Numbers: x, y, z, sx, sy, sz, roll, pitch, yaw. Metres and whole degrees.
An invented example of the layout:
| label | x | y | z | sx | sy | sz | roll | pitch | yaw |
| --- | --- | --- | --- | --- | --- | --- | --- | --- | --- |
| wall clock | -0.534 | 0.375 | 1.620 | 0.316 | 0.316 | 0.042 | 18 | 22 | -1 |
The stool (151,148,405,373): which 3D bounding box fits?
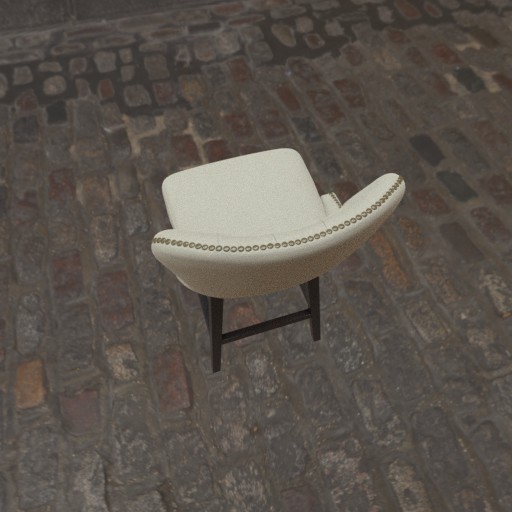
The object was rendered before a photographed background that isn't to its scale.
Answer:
| label | x | y | z | sx | sy | sz | roll | pitch | yaw |
| --- | --- | --- | --- | --- | --- | --- | --- | --- | --- |
| stool | 0.000 | 0.000 | 1.329 | 0.528 | 0.971 | 0.593 | -15 | 59 | -9 |
